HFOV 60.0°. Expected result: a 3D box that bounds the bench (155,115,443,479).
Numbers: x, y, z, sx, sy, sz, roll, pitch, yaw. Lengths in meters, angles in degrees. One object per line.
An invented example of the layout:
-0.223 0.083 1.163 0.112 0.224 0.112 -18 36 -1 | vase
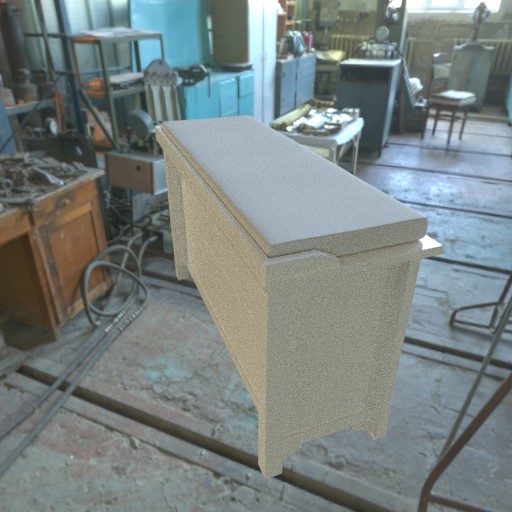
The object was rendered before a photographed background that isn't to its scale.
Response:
0.000 0.000 1.270 0.346 0.589 0.987 -11 31 -18 | bench
